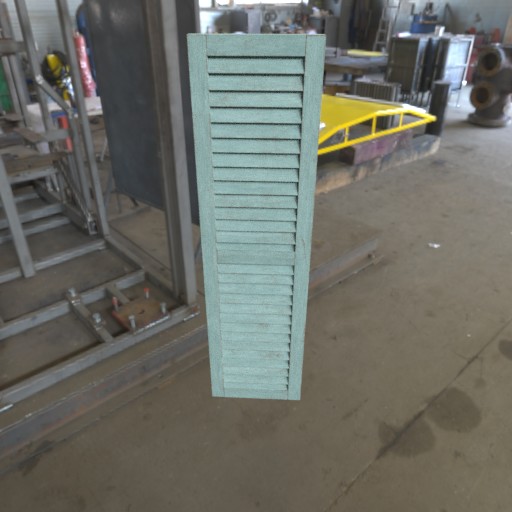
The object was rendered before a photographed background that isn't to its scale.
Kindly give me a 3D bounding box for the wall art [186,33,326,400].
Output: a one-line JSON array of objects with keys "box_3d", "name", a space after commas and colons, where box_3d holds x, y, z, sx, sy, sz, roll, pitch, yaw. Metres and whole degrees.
[{"box_3d": [0.000, 0.000, 1.359, 0.329, 1.219, 0.025, 2, 30, 3], "name": "wall art"}]
